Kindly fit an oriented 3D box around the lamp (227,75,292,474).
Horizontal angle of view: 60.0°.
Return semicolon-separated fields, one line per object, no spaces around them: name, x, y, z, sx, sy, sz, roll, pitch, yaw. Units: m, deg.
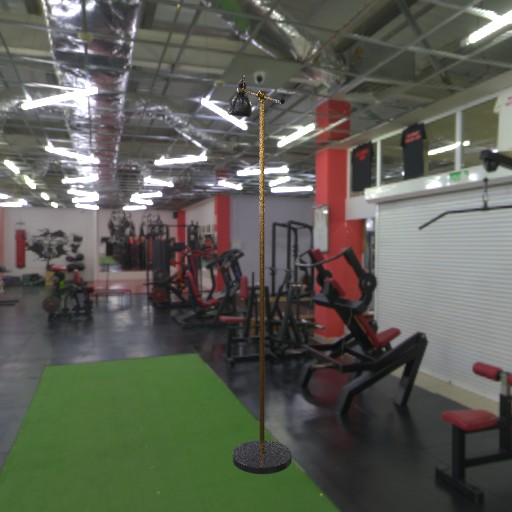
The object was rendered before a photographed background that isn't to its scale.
lamp;0.000;0.000;1.839;0.235;1.628;0.618;0;1;-17
